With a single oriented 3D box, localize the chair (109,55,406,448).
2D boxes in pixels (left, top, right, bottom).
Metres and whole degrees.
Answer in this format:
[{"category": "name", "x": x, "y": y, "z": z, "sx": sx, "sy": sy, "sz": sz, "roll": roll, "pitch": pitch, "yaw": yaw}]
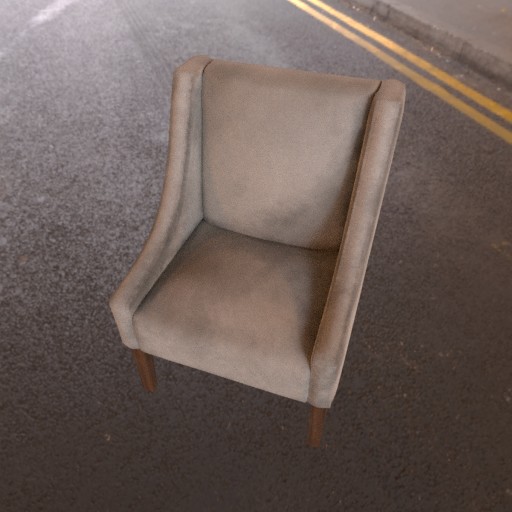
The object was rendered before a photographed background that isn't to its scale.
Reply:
[{"category": "chair", "x": 0.000, "y": 0.000, "z": 1.302, "sx": 0.629, "sy": 0.895, "sz": 0.629, "roll": 13, "pitch": 45, "yaw": 14}]
